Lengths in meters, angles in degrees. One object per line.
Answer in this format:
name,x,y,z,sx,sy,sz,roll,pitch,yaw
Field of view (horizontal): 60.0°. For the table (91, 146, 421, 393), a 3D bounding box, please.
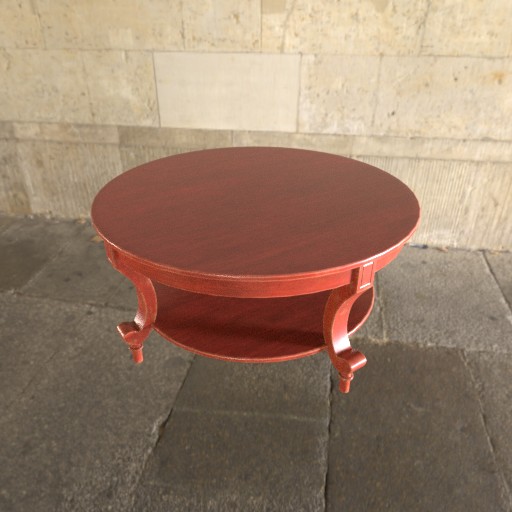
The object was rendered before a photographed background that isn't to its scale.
table,0.000,0.000,1.562,1.029,0.486,1.029,0,30,0
